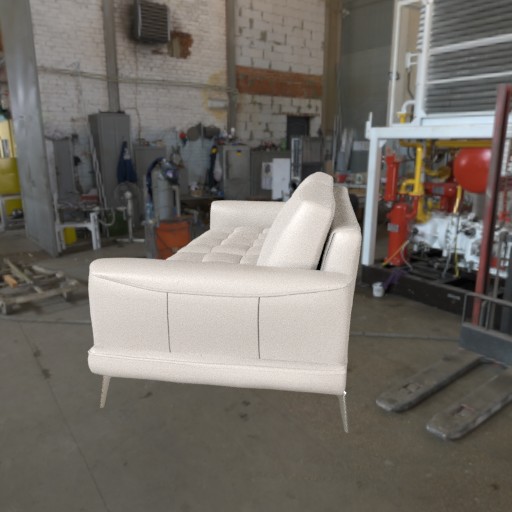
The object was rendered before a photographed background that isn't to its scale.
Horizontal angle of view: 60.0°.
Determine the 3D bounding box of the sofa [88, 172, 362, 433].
[{"bbox_3d":[0.000,0.000,2.712,1.121,0.930,2.177,2,15,9],"label":"sofa"}]
